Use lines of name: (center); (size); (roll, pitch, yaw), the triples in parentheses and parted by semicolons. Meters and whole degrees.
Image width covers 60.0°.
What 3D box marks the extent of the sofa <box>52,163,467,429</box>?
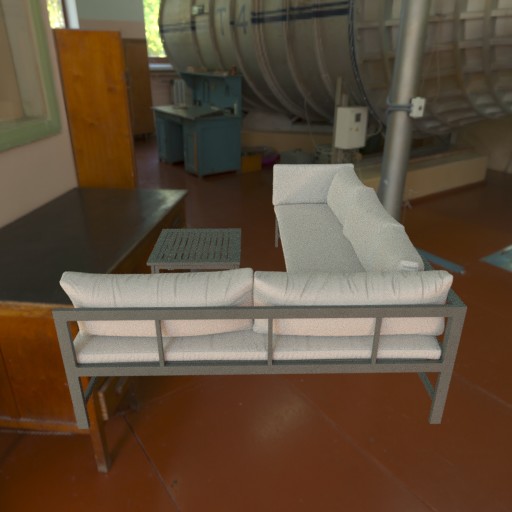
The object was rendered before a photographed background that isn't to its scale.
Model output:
sofa: (0.000, 0.000, 2.820); (1.658, 0.758, 2.096); (0, 25, -1)
